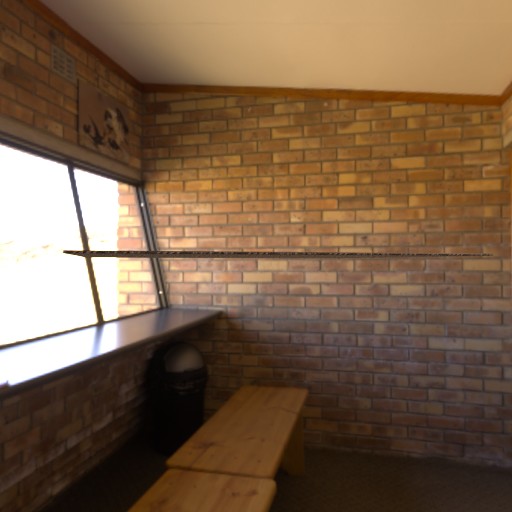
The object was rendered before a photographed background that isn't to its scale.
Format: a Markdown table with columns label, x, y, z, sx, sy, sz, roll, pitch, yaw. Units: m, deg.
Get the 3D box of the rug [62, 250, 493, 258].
| label | x | y | z | sx | sy | sz | roll | pitch | yaw |
| --- | --- | --- | --- | --- | --- | --- | --- | --- | --- |
| rug | 0.000 | 0.000 | 3.859 | 2.902 | 0.017 | 2.305 | 0 | -1 | -18 |
